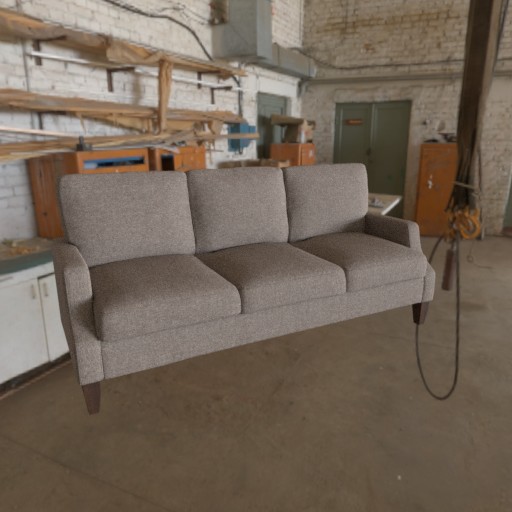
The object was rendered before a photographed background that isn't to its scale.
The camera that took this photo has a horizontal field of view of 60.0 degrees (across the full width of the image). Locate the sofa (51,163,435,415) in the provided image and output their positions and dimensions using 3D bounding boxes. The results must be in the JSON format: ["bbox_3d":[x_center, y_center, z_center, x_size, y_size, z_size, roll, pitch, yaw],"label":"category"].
[{"bbox_3d":[0.000,0.000,2.584,2.115,0.984,0.888,-8,17,-27],"label":"sofa"}]
